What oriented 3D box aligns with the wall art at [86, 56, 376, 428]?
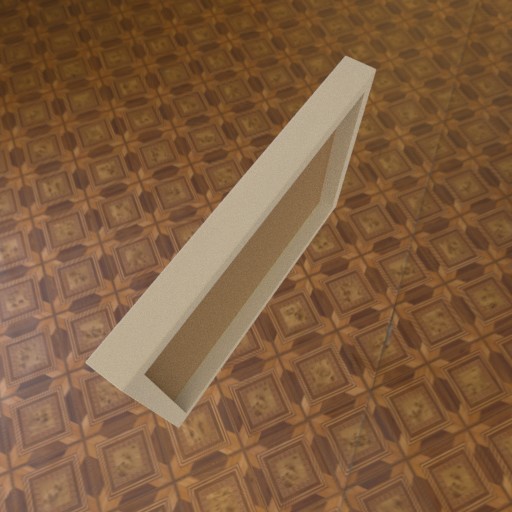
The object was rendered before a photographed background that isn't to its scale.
[{"bbox_3d":[0.000,0.000,0.497,0.039,0.254,0.384,32,68,15],"label":"wall art"}]
